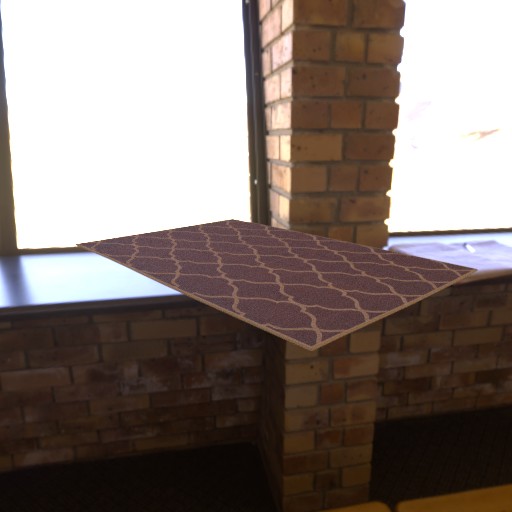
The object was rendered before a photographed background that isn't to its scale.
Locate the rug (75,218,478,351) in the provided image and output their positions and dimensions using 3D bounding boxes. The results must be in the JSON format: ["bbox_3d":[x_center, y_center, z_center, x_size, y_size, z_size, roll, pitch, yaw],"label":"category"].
[{"bbox_3d":[0.000,0.000,2.953,1.526,0.014,2.290,-14,20,-41],"label":"rug"}]
